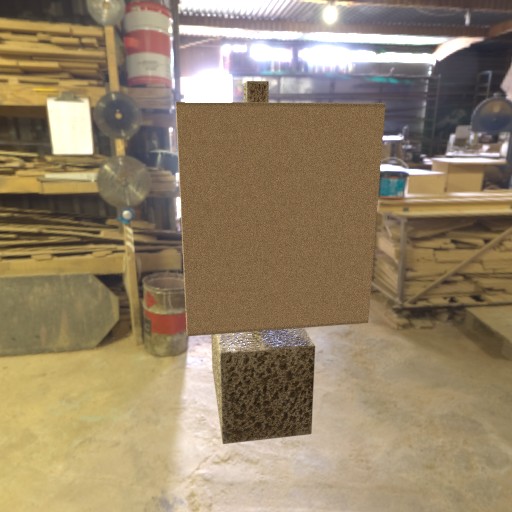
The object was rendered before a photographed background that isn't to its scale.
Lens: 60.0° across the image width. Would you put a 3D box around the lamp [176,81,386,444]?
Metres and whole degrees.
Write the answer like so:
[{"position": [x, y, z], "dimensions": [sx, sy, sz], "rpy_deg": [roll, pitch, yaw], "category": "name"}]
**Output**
[{"position": [0.000, 0.000, 0.560], "dimensions": [0.180, 0.411, 0.294], "rpy_deg": [-3, 17, -9], "category": "lamp"}]
